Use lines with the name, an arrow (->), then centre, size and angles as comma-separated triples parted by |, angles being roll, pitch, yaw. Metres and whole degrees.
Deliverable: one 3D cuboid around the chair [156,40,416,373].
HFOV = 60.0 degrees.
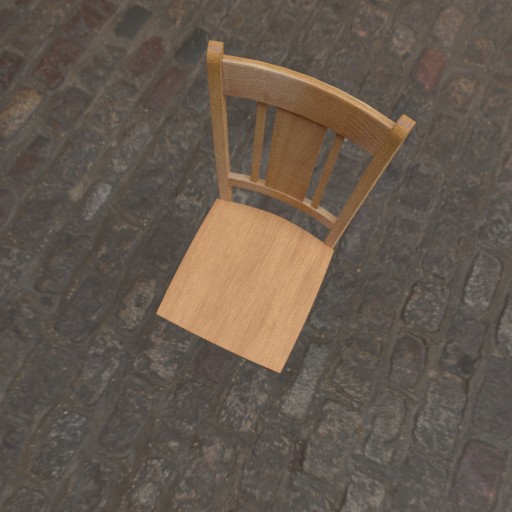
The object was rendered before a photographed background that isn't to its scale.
chair -> 0.000, 0.000, 1.306 | 0.450, 0.998, 0.556 | 24, 76, 6
